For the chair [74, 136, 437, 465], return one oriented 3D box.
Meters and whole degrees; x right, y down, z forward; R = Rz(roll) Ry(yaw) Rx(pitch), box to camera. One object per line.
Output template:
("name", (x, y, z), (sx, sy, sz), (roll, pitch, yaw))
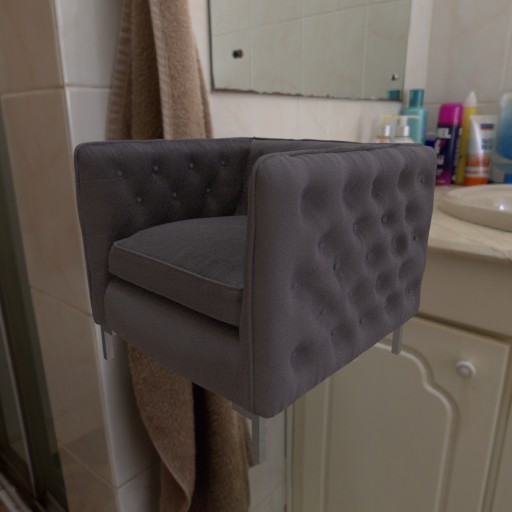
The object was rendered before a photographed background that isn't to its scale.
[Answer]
("chair", (0.000, 0.000, 1.608), (0.946, 0.807, 0.913), (15, 22, 41))
